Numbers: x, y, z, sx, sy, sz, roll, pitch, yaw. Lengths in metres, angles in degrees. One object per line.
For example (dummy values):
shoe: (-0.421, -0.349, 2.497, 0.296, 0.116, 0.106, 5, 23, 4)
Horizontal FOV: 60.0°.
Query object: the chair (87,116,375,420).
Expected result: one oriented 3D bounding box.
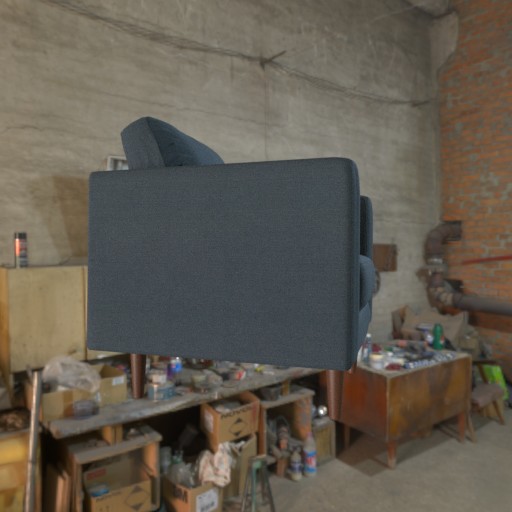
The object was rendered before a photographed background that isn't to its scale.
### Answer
chair: (0.000, 0.000, 1.602, 0.820, 0.922, 0.855, 0, 0, 17)
